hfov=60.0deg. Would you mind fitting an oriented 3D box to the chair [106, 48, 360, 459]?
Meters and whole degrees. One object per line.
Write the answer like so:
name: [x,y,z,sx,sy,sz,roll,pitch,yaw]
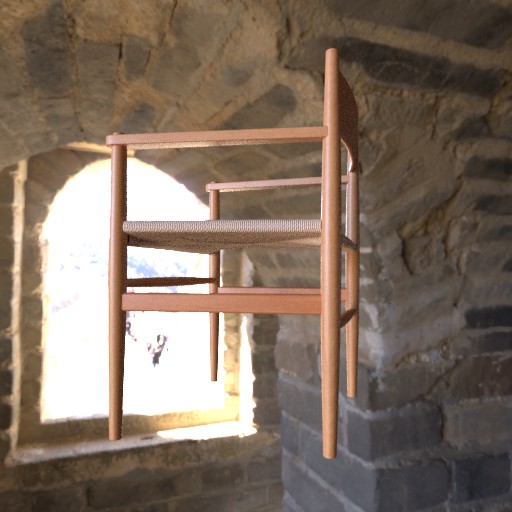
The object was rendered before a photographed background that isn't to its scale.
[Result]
chair: [0.000,0.000,1.098,0.495,0.762,0.556,-1,-3,18]
